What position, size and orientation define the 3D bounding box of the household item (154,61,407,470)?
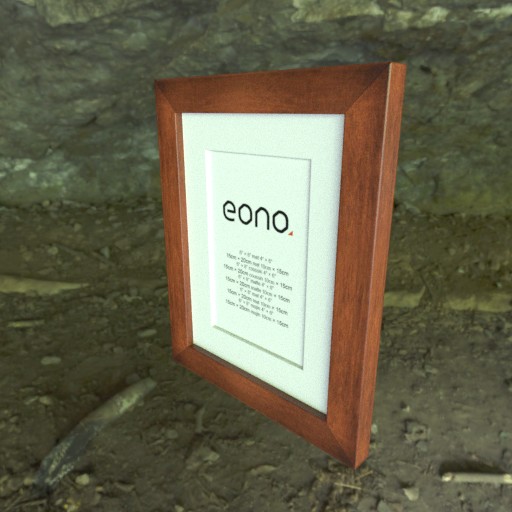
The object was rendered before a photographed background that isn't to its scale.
[{"bbox_3d":[0.000,0.000,0.328,0.200,0.250,0.020,16,24,41],"label":"household item"}]
